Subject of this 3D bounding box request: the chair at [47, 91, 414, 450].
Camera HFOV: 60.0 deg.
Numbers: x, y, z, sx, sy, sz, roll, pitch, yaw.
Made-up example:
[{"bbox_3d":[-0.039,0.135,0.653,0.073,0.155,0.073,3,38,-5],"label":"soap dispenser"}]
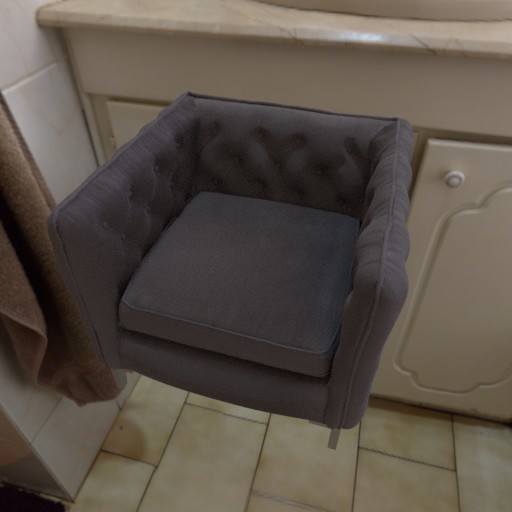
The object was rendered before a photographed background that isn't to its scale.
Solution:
[{"bbox_3d":[0.000,0.000,1.589,0.946,0.807,0.913,11,42,13],"label":"chair"}]
